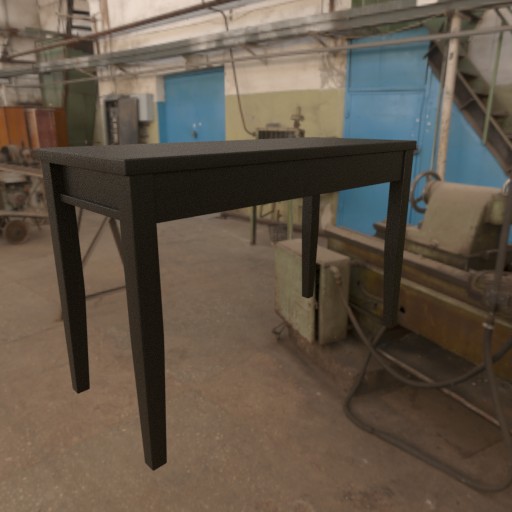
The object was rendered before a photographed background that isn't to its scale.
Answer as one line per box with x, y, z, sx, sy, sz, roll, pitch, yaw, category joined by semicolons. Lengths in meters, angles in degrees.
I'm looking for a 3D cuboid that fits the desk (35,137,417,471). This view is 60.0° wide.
0.000;0.000;1.576;1.220;0.775;0.508;-16;23;-41;desk
